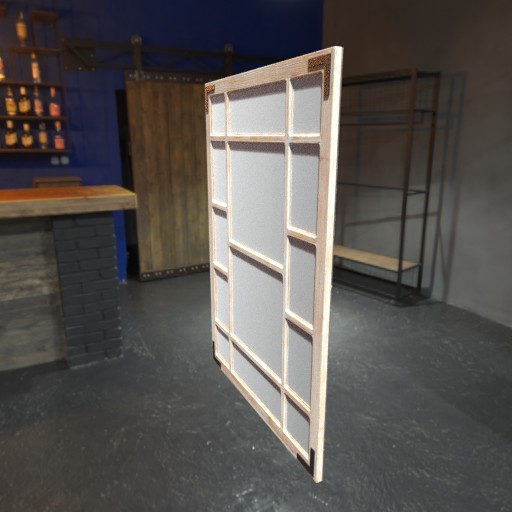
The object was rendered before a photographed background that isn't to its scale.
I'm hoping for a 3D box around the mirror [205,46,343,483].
[{"bbox_3d":[0.000,0.000,1.277,0.025,0.996,0.705,-7,17,-26],"label":"mirror"}]
